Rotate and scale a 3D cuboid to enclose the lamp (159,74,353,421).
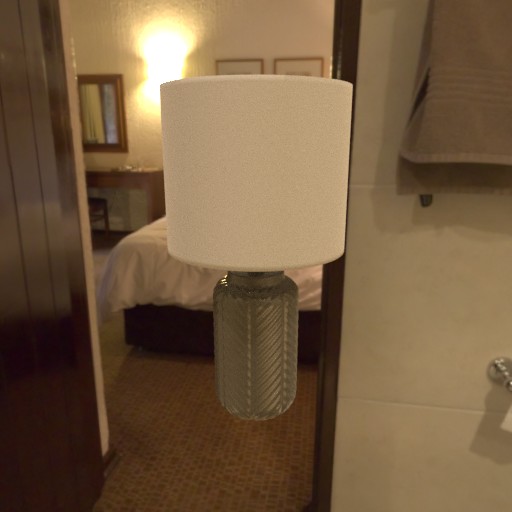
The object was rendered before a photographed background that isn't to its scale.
[{"bbox_3d":[0.000,0.000,0.523,0.203,0.389,0.203,-8,17,-27],"label":"lamp"}]
